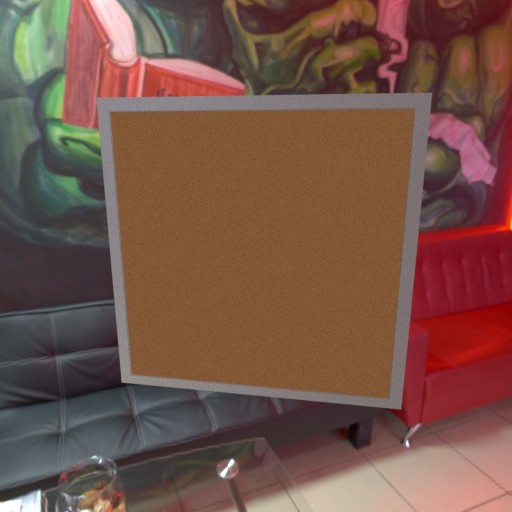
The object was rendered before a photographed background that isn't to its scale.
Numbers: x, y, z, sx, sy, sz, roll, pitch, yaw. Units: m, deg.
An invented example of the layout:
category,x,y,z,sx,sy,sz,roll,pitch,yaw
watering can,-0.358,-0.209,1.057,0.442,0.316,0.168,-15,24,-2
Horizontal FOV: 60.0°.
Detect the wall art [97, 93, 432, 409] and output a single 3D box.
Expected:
category,x,y,z,sx,sy,sz,roll,pitch,yaw
wall art,0.000,0.000,0.744,0.506,0.506,0.038,3,15,9
